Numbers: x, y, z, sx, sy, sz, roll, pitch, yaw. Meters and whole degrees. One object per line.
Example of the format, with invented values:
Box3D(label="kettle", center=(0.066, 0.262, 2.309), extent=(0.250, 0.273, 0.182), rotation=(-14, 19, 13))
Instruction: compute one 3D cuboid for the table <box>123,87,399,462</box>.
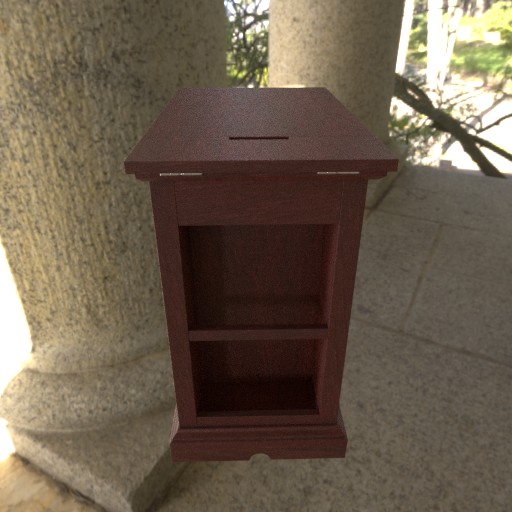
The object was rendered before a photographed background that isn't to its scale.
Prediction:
Box3D(label="table", center=(0.000, 0.000, 0.975), extent=(0.356, 0.612, 0.584), rotation=(-1, 29, -1))
